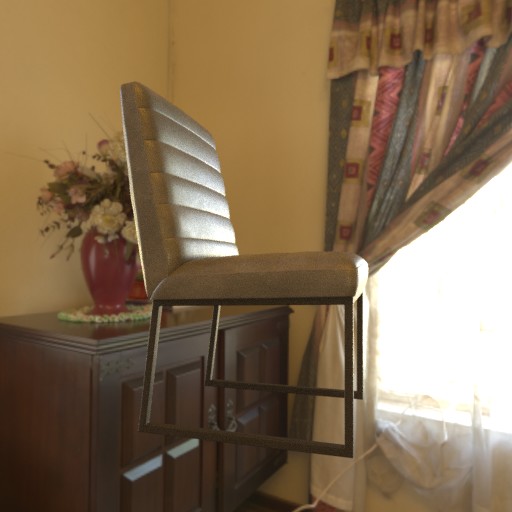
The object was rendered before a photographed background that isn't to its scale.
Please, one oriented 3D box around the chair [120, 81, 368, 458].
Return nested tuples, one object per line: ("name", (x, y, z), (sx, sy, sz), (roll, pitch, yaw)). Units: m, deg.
("chair", (0.000, 0.000, 1.321), (0.634, 0.930, 0.520), (0, 0, 16))
